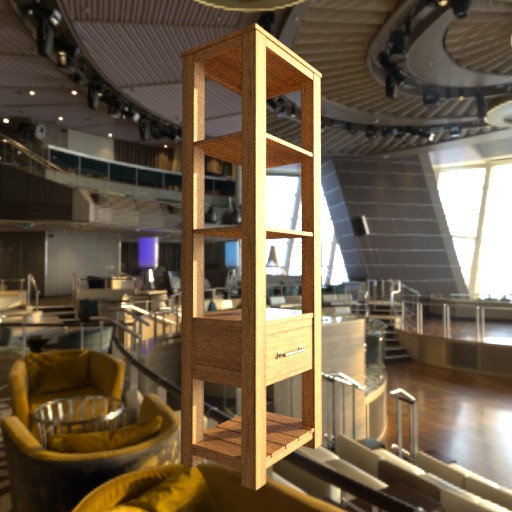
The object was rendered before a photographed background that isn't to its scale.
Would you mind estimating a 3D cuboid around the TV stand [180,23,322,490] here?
[{"bbox_3d":[0.000,0.000,2.068,0.435,1.828,0.565,-1,-2,36],"label":"TV stand"}]
